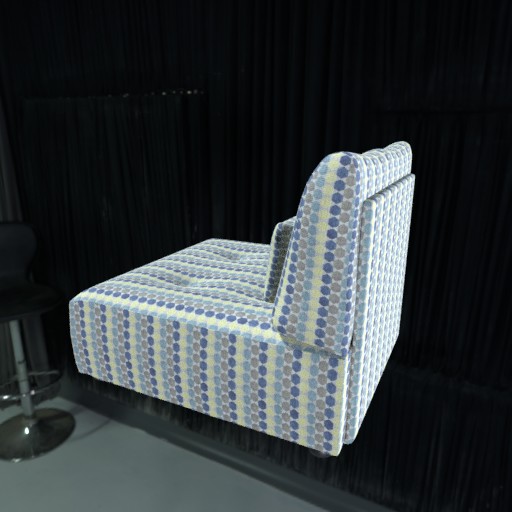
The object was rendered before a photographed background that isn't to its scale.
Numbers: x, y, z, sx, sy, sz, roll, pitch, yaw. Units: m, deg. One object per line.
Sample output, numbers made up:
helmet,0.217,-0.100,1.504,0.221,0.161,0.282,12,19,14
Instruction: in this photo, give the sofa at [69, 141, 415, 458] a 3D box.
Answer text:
sofa,0.000,0.000,1.682,1.000,0.830,0.930,8,18,25
